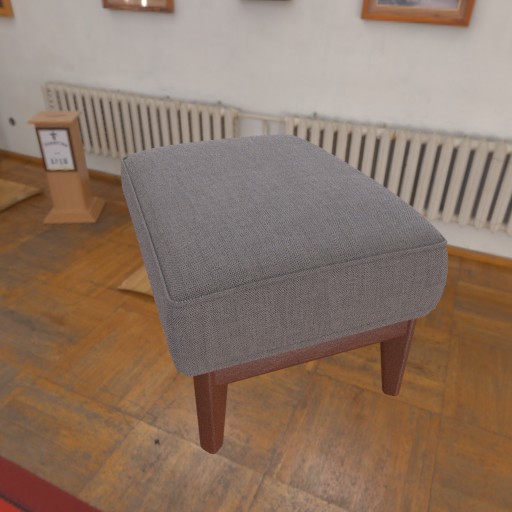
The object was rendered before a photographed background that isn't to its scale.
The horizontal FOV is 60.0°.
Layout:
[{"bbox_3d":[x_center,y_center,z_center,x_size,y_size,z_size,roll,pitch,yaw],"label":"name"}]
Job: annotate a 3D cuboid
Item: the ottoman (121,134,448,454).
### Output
[{"bbox_3d":[0.000,0.000,1.105,0.555,0.458,0.750,-11,32,-17],"label":"ottoman"}]
